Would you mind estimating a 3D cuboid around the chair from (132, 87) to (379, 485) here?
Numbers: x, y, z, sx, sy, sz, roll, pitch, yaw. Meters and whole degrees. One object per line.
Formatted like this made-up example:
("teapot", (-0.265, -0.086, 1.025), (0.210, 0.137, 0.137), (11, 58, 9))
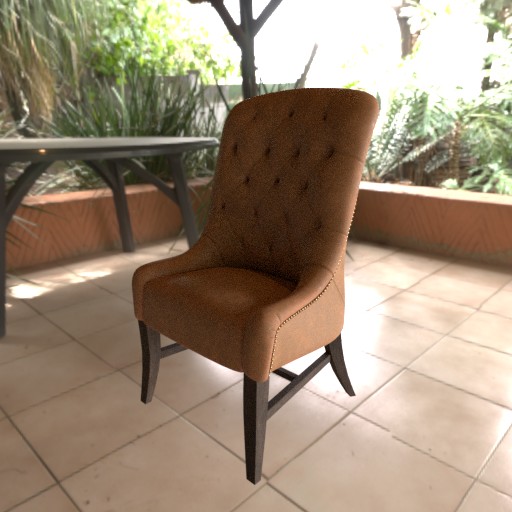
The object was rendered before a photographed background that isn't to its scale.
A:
("chair", (0.000, 0.000, 1.492), (0.634, 1.091, 0.629), (15, 22, 41))
